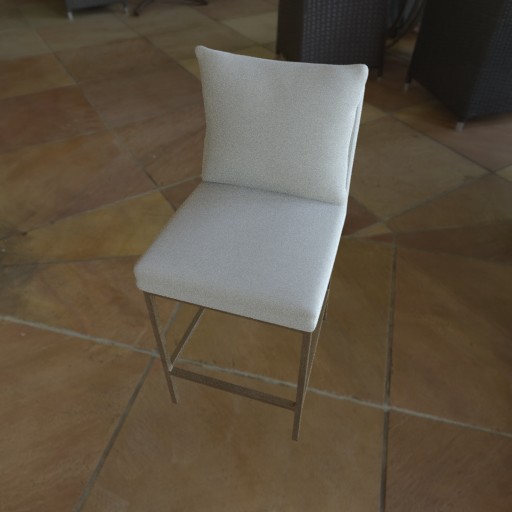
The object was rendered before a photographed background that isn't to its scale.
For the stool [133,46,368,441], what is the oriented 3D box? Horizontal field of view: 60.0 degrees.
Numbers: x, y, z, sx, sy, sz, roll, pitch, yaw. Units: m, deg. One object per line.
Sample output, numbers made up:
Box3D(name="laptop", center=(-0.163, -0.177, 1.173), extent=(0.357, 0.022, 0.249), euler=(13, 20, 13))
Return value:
Box3D(name="stool", center=(0.000, 0.000, 1.315), extent=(0.463, 1.032, 0.572), euler=(12, 45, 13))
